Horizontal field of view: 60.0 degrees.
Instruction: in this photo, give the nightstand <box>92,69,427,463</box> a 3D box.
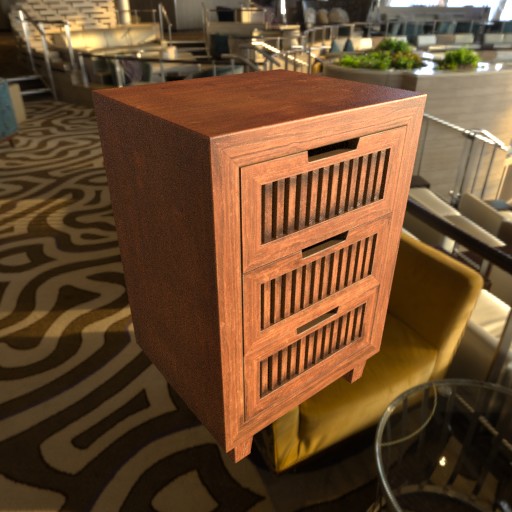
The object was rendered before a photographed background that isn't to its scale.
[{"bbox_3d":[0.000,0.000,0.986,0.465,0.695,0.410,-22,37,-32],"label":"nightstand"}]
